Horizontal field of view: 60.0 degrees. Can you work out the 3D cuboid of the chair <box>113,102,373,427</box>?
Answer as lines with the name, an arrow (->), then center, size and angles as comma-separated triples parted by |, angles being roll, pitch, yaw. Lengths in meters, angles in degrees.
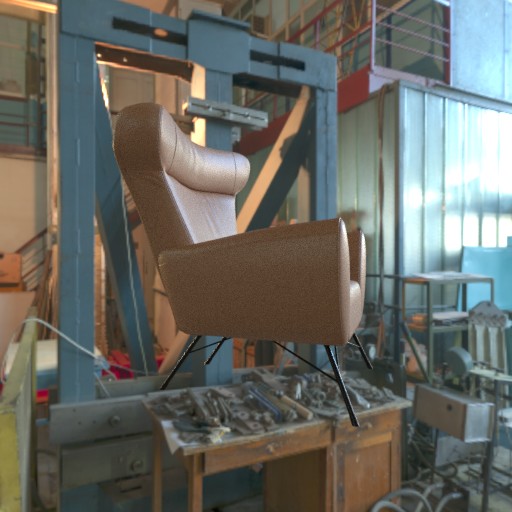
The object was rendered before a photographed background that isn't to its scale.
chair -> 0.000, 0.000, 1.839 | 0.900, 1.050, 0.980 | 0, 0, 18
